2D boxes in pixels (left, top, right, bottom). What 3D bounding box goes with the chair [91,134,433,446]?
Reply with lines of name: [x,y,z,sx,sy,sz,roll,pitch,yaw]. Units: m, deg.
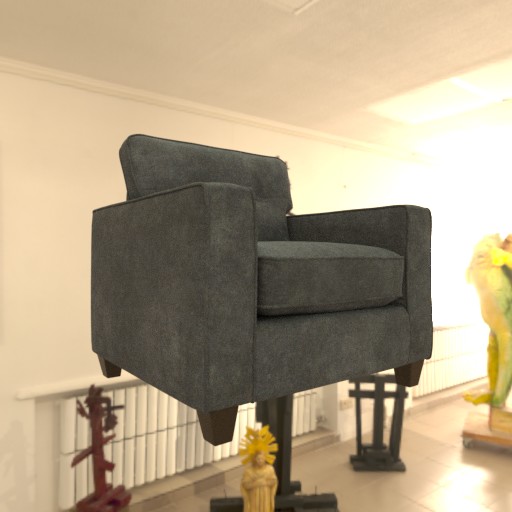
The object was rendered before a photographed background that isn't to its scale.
chair: [0.000,0.000,1.722,1.015,0.965,0.939,0,0,-37]
